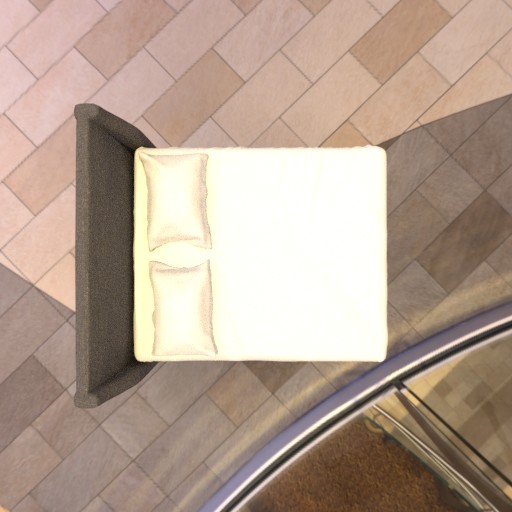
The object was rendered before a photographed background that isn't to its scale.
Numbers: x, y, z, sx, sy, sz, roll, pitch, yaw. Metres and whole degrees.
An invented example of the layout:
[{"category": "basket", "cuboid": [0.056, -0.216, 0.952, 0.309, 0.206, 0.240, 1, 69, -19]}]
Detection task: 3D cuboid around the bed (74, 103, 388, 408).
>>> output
[{"category": "bed", "cuboid": [0.000, 0.000, 3.393, 2.276, 1.332, 1.925, 0, 90, 1]}]
